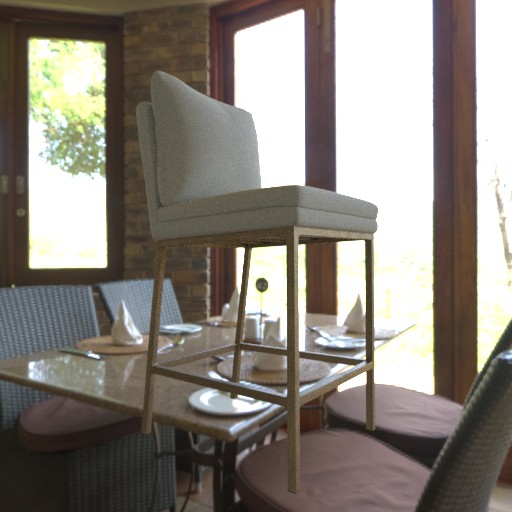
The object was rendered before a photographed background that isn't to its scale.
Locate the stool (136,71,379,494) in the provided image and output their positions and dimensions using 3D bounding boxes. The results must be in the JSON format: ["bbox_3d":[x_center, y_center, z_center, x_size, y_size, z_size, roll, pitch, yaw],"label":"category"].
[{"bbox_3d":[0.000,0.000,1.293,0.572,1.032,0.463,0,0,37],"label":"stool"}]
